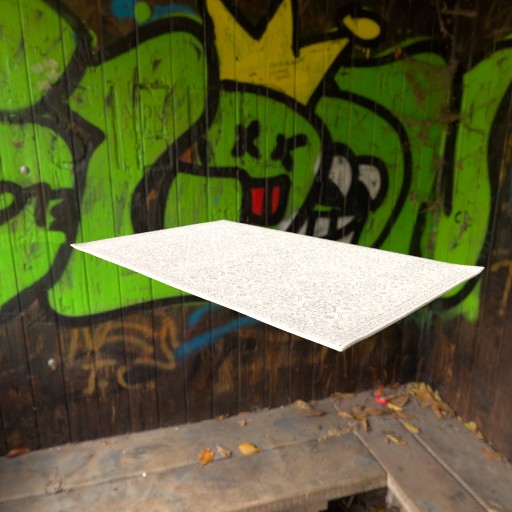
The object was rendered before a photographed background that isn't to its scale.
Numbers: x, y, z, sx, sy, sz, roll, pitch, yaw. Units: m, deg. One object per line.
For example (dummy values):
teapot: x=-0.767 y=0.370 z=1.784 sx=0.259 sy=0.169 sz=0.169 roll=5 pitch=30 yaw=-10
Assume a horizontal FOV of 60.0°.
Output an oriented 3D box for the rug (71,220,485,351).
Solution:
rug: x=0.000 y=0.000 z=2.407 sx=1.214 sy=0.023 sz=1.947 roll=-14 pitch=21 yaw=-43
